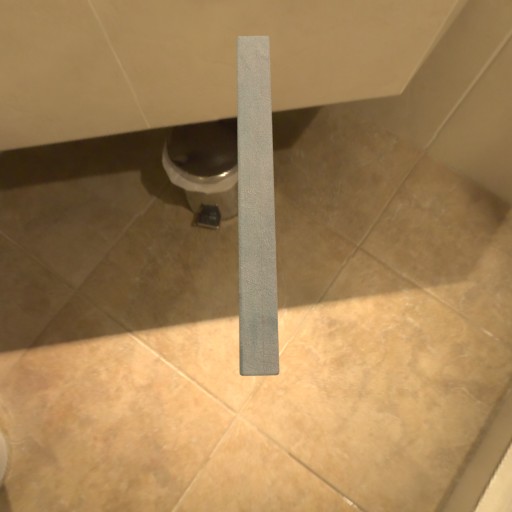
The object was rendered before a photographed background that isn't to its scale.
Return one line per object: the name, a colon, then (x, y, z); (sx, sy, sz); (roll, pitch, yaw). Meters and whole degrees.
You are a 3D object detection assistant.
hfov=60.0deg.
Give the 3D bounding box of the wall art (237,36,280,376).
wall art: (0.000, 0.000, 1.185); (0.061, 0.911, 0.609); (-1, 75, 0)
